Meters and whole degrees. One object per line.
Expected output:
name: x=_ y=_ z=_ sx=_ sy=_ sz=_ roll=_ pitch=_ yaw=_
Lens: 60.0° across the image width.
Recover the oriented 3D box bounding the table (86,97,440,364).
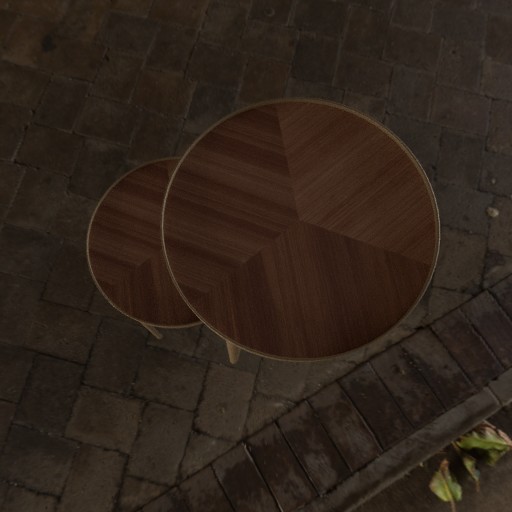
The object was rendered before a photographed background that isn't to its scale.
table: x=0.000 y=0.000 z=1.111 sx=0.751 sy=0.555 sz=0.532 roll=2 pitch=74 yaw=0
